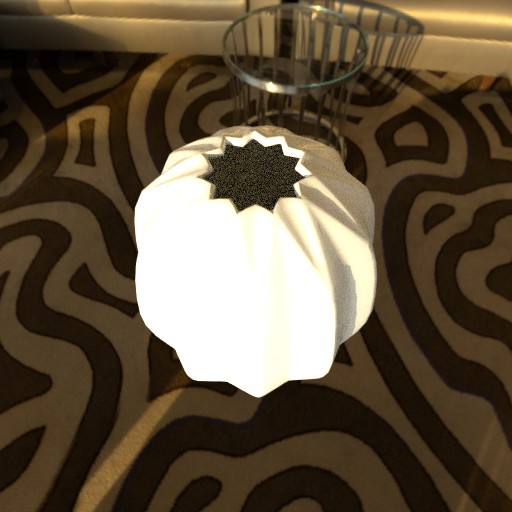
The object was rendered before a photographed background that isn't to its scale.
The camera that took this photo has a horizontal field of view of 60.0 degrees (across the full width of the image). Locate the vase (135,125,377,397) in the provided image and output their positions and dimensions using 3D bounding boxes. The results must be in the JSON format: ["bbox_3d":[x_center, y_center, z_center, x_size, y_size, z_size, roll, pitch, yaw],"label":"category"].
[{"bbox_3d":[0.000,0.000,0.248,0.139,0.134,0.139,0,56,0],"label":"vase"}]
